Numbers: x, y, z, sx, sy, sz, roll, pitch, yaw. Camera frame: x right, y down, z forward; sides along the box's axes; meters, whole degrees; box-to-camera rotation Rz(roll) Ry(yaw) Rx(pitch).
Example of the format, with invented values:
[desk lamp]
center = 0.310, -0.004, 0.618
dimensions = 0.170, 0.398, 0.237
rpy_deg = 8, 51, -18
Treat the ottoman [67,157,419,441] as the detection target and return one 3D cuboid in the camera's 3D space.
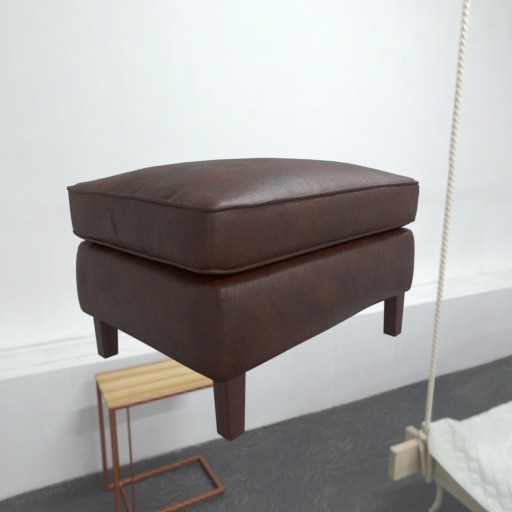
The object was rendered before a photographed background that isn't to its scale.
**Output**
[ottoman]
center = 0.000, 0.000, 1.004
dimensions = 0.501, 0.432, 0.665
rpy_deg = 13, 19, 42
